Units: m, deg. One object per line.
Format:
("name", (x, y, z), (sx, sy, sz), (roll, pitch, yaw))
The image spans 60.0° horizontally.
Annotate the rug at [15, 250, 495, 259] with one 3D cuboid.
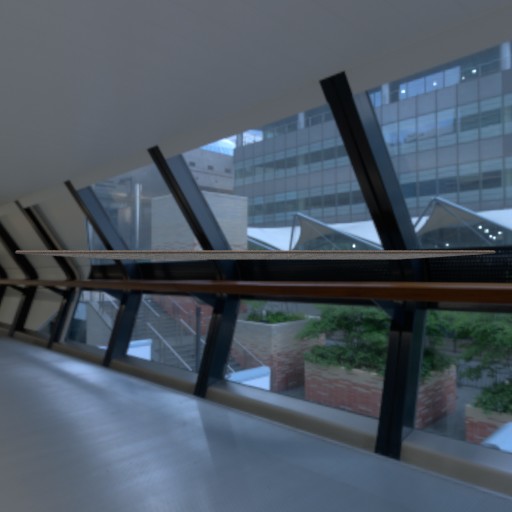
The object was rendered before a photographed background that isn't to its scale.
("rug", (0.000, 0.000, 2.073), (1.677, 0.011, 1.066), (0, -2, 0))
